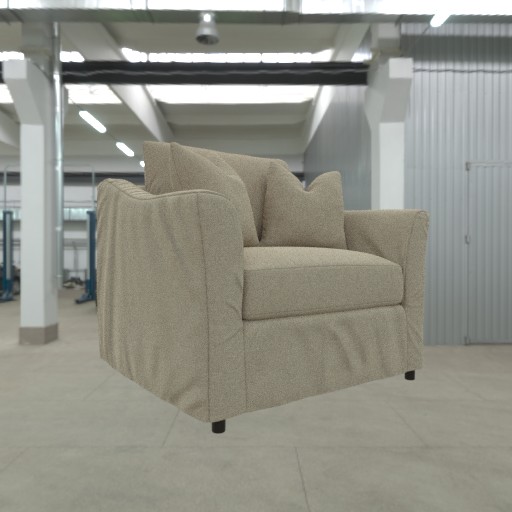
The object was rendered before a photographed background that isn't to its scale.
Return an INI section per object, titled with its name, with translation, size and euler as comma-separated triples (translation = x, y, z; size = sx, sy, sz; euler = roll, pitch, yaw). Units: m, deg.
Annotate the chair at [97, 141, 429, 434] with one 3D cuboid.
[chair]
translation = 0.000, 0.000, 2.076
size = 1.194, 1.093, 1.071
euler = 0, 0, -36
